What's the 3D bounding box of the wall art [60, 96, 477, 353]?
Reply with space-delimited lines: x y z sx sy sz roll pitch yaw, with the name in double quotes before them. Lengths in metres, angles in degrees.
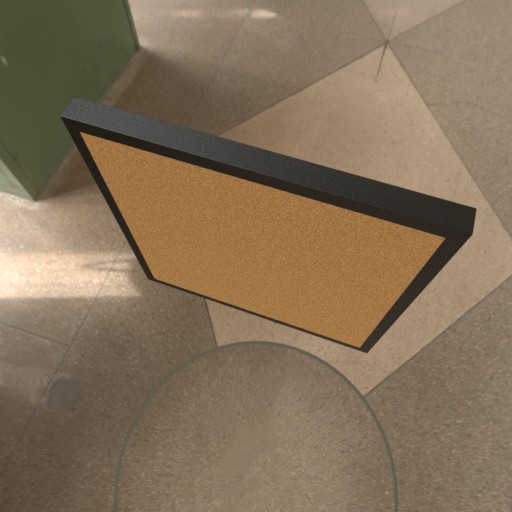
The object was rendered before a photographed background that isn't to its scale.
"wall art" 0.000 0.000 0.748 0.508 0.508 0.036 18 65 9
